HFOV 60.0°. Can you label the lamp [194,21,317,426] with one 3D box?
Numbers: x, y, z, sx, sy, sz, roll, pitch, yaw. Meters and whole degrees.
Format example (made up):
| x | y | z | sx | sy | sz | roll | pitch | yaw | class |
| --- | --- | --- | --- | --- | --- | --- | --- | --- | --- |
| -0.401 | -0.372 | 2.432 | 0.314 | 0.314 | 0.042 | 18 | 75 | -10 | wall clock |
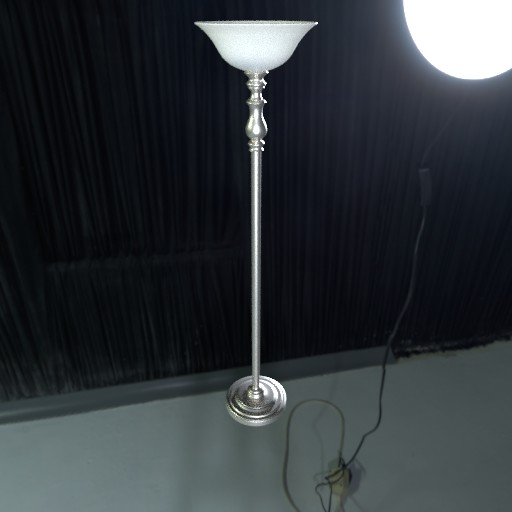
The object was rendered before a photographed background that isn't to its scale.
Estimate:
| x | y | z | sx | sy | sz | roll | pitch | yaw | class |
| --- | --- | --- | --- | --- | --- | --- | --- | --- | --- |
| 0.000 | 0.000 | 1.898 | 0.405 | 1.771 | 0.405 | -8 | 30 | -14 | lamp |
